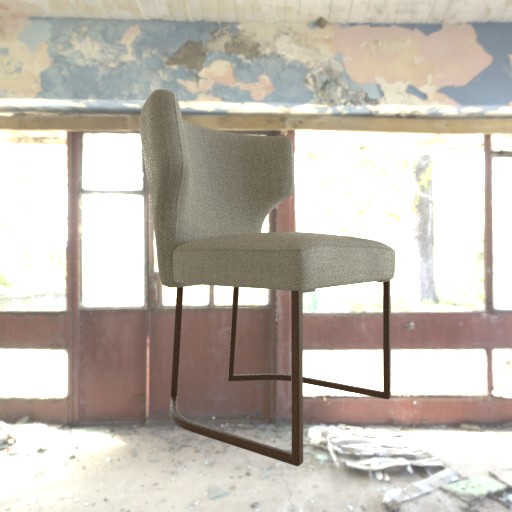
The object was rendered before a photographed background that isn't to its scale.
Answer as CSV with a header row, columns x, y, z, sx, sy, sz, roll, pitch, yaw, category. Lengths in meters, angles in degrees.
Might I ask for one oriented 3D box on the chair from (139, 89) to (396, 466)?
x,y,z,sx,sy,sz,roll,pitch,yaw,category
0.000,0.000,1.244,0.617,0.824,0.611,0,0,36,chair
